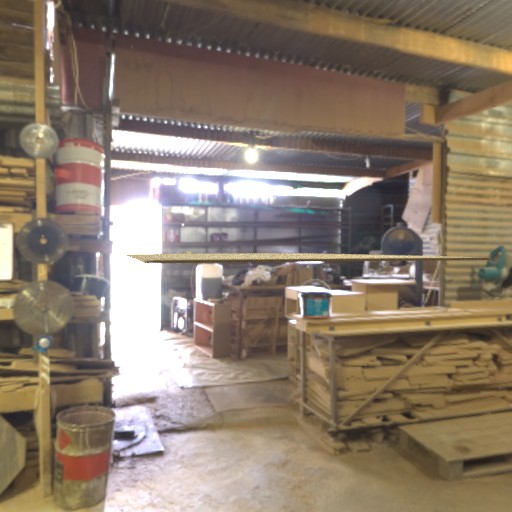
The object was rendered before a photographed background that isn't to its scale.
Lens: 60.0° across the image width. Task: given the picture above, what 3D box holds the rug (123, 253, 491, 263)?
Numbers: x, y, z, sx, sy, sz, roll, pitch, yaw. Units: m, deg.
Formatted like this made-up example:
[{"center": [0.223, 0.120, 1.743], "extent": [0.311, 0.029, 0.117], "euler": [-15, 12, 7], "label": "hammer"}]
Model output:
[{"center": [0.000, 0.000, 2.735], "extent": [1.517, 0.013, 2.115], "euler": [0, 1, -19], "label": "rug"}]
